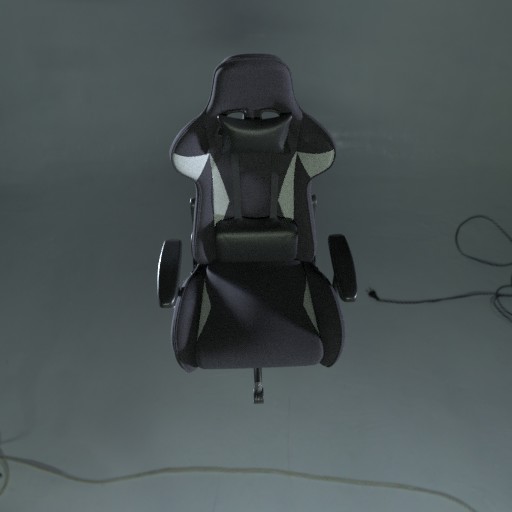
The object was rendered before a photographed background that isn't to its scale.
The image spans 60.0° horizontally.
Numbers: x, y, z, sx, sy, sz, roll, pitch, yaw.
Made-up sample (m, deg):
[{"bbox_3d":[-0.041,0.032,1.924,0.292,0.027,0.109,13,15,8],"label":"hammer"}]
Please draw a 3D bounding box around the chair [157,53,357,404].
[{"bbox_3d":[0.000,0.000,1.722,0.730,1.300,0.695,-2,47,-2],"label":"chair"}]
